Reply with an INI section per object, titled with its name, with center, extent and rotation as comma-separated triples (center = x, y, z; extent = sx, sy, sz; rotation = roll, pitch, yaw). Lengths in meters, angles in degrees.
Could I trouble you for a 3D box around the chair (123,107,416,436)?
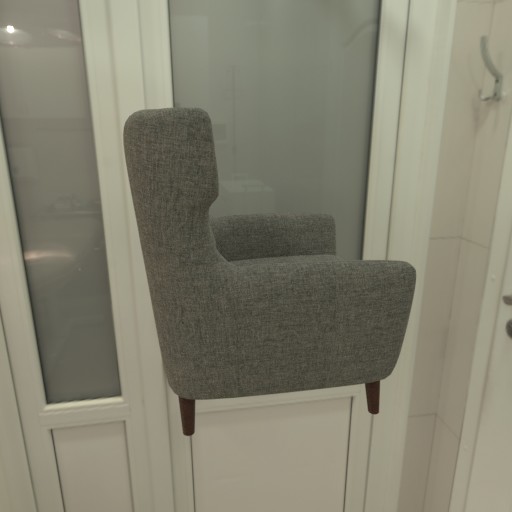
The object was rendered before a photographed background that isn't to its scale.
[chair]
center = 0.000, 0.000, 1.704
extent = 0.904, 1.063, 0.878
rotation = -3, 17, -9
